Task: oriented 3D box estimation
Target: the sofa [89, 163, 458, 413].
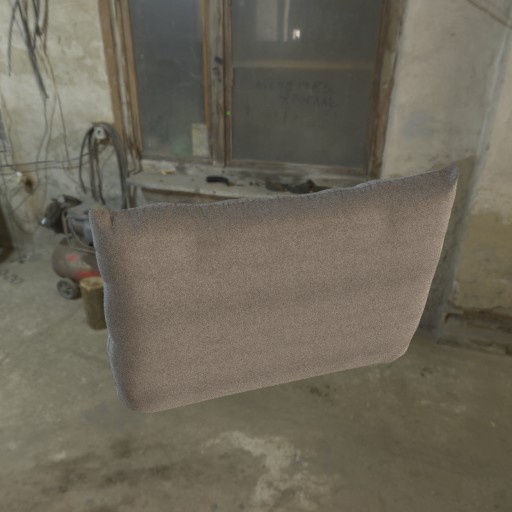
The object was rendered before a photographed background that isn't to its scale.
[{"bbox_3d":[0.000,0.000,1.720,1.144,0.795,0.847,-8,27,-16],"label":"sofa"}]
